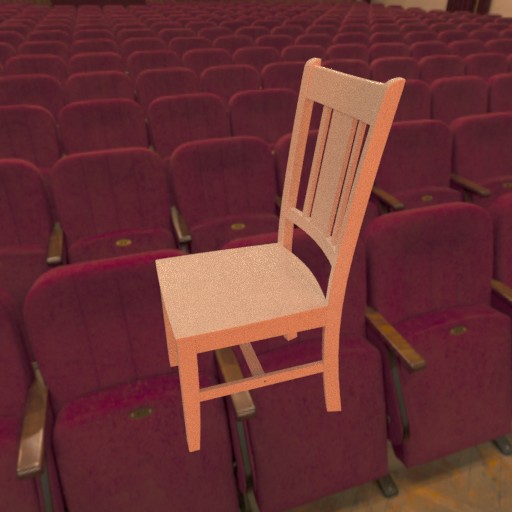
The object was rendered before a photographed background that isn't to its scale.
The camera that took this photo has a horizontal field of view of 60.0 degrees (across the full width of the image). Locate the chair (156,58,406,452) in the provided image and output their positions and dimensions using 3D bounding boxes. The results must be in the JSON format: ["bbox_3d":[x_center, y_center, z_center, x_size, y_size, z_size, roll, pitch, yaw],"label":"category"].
[{"bbox_3d":[0.000,0.000,1.283,0.555,0.998,0.450,-9,31,-16],"label":"chair"}]
